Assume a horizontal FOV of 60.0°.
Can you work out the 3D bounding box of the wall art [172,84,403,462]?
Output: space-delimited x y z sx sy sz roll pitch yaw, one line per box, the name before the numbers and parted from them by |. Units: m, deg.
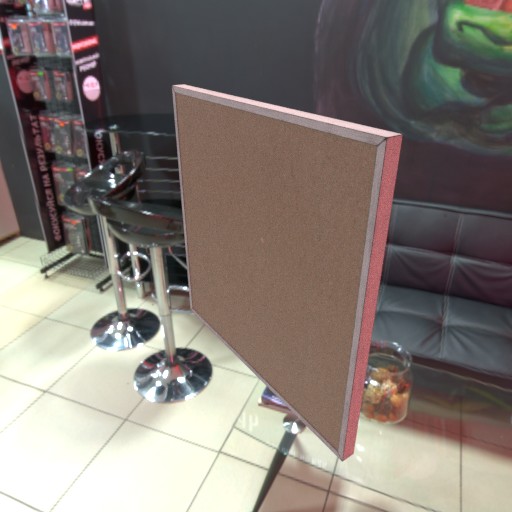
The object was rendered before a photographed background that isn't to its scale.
wall art | 0.000 0.000 1.155 0.038 0.762 0.762 -18 33 -31
